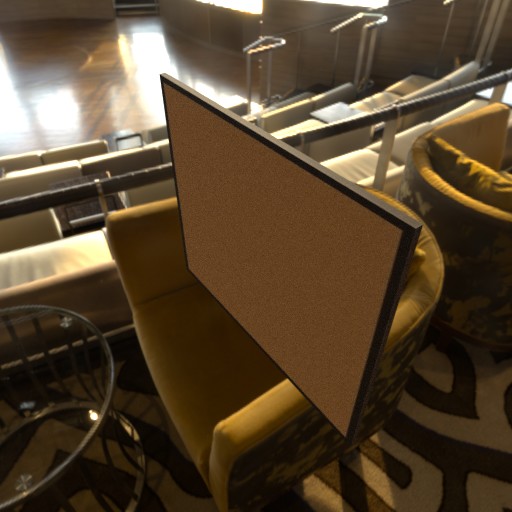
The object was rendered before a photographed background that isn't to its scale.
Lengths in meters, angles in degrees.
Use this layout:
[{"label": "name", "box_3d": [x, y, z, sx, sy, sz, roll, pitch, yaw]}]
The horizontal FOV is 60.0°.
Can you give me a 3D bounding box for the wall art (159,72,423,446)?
[{"label": "wall art", "box_3d": [0.000, 0.000, 1.436, 0.023, 0.875, 1.033, -26, 48, -27]}]
